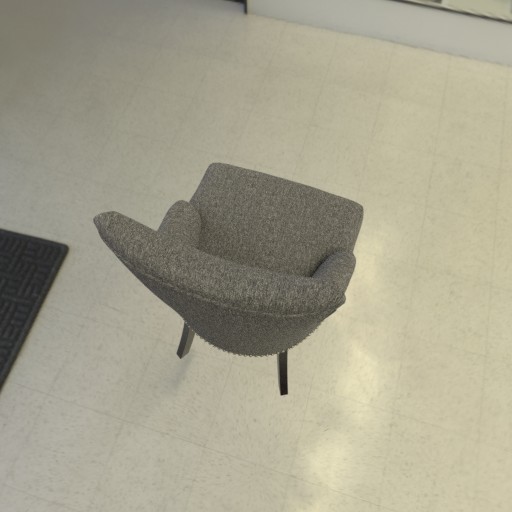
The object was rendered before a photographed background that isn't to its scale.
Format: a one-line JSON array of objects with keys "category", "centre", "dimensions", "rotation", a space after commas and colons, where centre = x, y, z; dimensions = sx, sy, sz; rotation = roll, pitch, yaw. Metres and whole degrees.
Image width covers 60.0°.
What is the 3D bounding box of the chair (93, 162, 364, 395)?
[{"category": "chair", "centre": [0.000, 0.000, 1.327], "dimensions": [0.566, 0.909, 0.629], "rotation": [18, 65, 8]}]
